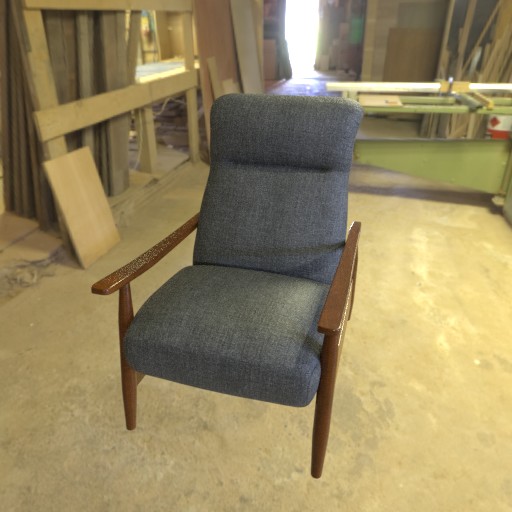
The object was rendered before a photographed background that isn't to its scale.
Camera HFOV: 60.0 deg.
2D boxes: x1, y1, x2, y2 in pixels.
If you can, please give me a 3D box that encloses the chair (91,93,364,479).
[{"bbox_3d":[0.000,0.000,1.733,0.762,1.082,1.030,8,28,15],"label":"chair"}]
